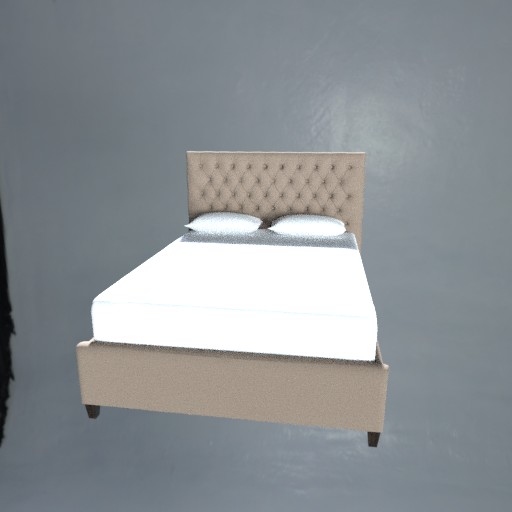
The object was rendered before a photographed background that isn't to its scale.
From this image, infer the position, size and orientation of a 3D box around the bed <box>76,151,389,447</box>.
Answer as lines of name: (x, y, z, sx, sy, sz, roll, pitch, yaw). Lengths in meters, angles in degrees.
bed: (0.000, 0.000, 3.290, 1.696, 1.426, 2.233, 2, 16, 8)
